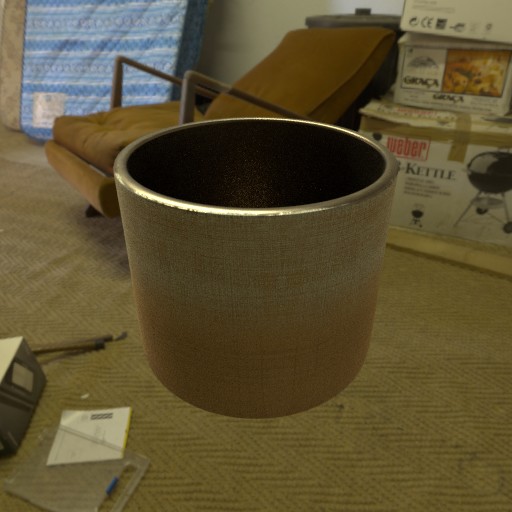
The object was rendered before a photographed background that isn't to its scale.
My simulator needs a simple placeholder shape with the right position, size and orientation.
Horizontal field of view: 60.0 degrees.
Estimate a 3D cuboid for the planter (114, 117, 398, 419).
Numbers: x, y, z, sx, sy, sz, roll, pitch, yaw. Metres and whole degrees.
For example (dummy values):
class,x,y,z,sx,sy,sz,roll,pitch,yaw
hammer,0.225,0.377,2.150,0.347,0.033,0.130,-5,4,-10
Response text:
class,x,y,z,sx,sy,sz,roll,pitch,yaw
planter,0.000,0.000,0.458,0.254,0.221,0.254,0,32,0
